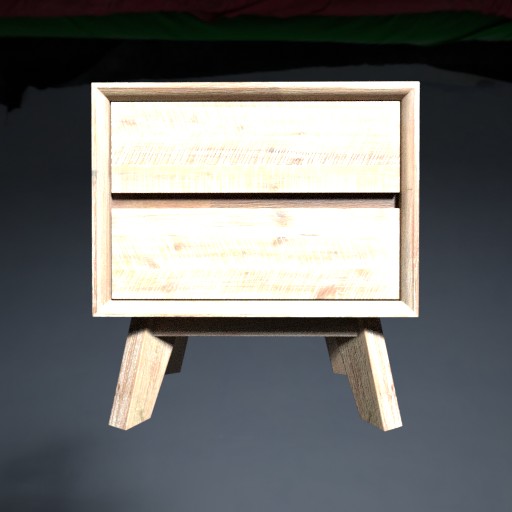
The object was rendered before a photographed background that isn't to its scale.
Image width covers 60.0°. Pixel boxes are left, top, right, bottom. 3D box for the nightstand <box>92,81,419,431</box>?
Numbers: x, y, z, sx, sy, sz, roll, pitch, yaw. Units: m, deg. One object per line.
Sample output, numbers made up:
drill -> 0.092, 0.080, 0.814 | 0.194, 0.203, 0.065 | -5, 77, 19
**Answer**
nightstand -> 0.000, 0.000, 0.947 | 0.552, 0.589, 0.396 | 0, 1, 1
